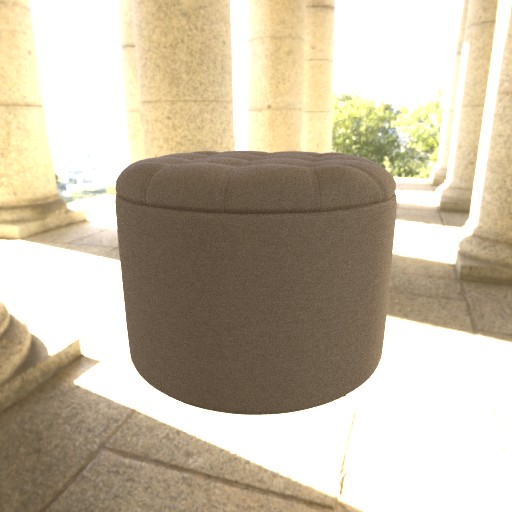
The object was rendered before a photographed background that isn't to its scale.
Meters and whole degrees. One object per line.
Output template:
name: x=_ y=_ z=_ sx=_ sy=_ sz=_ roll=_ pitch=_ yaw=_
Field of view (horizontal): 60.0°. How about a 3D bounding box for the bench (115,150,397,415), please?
bench: x=0.000 y=0.000 z=1.024 sx=0.600 sy=0.454 sz=0.600 roll=0 pitch=17 yaw=0
